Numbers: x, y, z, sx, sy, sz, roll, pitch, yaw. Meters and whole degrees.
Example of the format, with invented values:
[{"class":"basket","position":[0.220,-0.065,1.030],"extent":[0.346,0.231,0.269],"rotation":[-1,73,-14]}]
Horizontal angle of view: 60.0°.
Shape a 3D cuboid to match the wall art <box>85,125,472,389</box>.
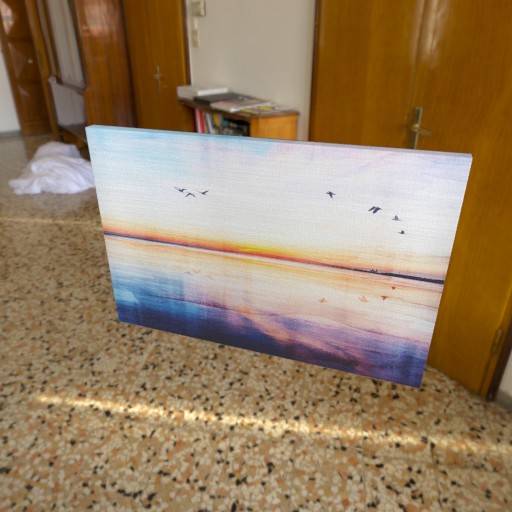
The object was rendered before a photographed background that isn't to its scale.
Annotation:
[{"class":"wall art","position":[0.000,0.000,1.155],"extent":[0.911,0.605,0.037],"rotation":[9,29,17]}]
